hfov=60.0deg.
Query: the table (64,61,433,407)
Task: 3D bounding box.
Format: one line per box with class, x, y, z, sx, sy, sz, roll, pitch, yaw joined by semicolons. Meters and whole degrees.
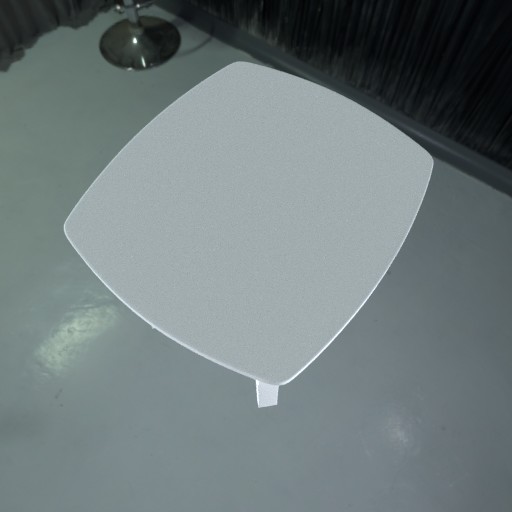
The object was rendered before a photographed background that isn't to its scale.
table;0.000;0.000;0.871;0.451;0.438;0.502;32;67;15
